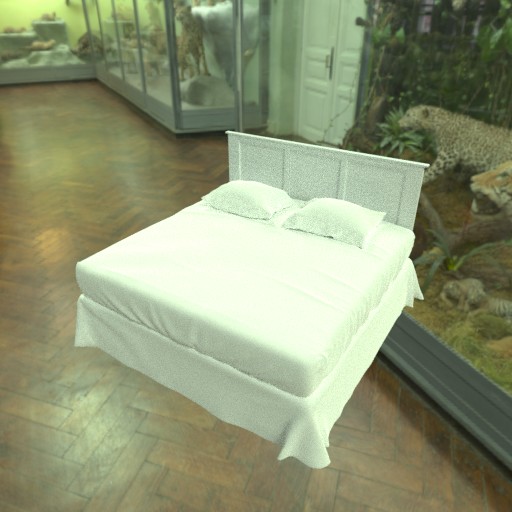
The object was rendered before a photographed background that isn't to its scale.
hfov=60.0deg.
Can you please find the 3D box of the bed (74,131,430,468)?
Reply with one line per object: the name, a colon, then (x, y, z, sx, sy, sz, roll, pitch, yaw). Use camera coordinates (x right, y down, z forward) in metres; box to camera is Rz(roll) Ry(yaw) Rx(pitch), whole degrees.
bed: (0.000, 0.000, 3.552, 2.317, 1.273, 2.215, 18, 34, 28)
